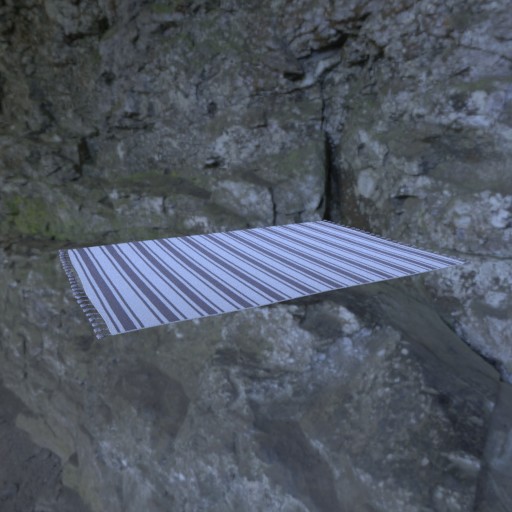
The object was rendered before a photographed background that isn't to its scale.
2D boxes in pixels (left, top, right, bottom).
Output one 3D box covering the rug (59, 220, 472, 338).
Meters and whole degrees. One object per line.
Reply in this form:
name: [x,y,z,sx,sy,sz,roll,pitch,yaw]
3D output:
rug: [0.000,0.000,3.868,3.040,0.017,2.030,-8,18,-27]
